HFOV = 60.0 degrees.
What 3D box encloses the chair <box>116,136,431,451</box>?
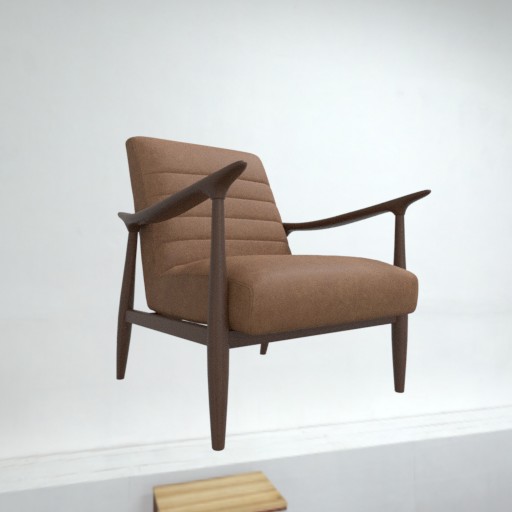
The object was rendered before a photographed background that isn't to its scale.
[{"bbox_3d":[0.000,0.000,1.395,0.741,0.832,0.798,0,0,-37],"label":"chair"}]
